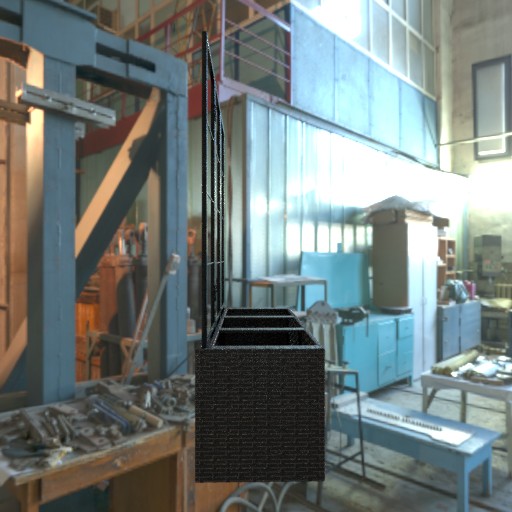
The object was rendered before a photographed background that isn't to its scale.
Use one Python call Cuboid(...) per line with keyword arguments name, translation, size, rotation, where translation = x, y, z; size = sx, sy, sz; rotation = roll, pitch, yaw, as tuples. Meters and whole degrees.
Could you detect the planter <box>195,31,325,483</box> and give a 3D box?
Cuboid(name="planter", translation=(0.000, 0.000, 1.167), size=(0.244, 0.841, 0.699), rotation=(0, 0, -1))
